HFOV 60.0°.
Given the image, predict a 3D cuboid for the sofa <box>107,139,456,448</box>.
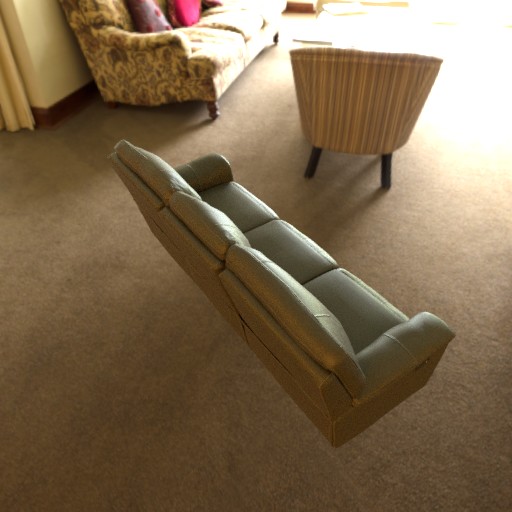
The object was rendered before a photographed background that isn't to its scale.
[{"bbox_3d":[0.000,0.000,3.161,1.104,1.134,2.627,-24,46,-26],"label":"sofa"}]
